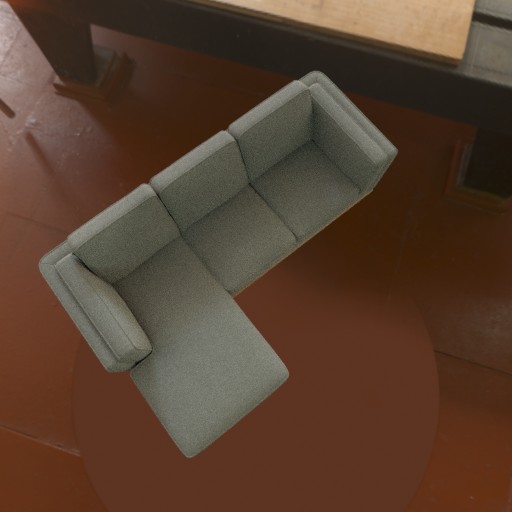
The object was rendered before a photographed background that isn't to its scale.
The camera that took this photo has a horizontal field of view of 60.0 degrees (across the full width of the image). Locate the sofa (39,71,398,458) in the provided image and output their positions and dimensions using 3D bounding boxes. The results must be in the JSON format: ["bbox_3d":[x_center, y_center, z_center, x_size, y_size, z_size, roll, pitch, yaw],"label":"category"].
[{"bbox_3d":[0.000,0.000,3.147,2.411,0.929,1.604,-37,78,-9],"label":"sofa"}]
